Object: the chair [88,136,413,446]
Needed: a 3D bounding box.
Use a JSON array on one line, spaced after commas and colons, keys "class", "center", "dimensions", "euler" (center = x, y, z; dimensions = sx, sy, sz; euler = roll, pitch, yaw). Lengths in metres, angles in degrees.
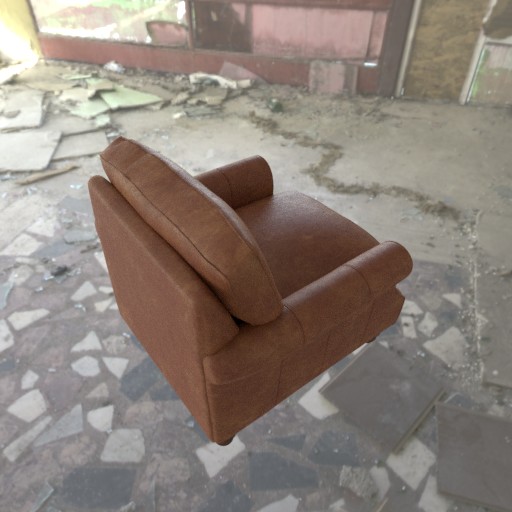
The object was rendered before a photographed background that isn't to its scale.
[{"class": "chair", "center": [0.000, 0.000, 1.779], "dimensions": [0.986, 0.962, 0.983], "euler": [-26, 47, -27]}]
